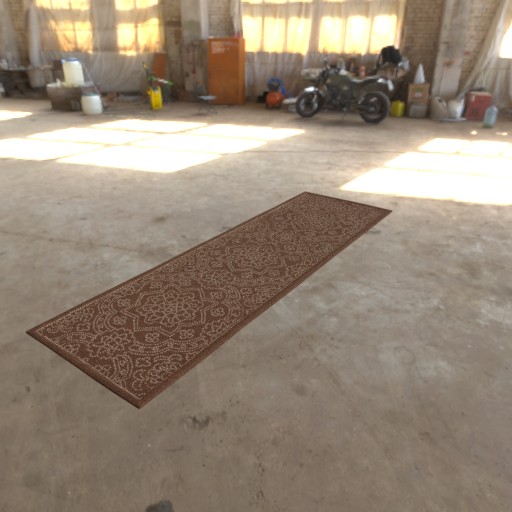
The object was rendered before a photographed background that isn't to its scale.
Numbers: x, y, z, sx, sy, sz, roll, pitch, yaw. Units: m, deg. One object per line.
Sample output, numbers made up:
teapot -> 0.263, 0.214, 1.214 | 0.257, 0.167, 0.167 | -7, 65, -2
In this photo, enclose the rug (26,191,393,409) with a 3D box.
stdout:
rug -> 0.000, 0.000, 2.657 | 0.769, 0.012, 2.448 | 18, 32, 32
